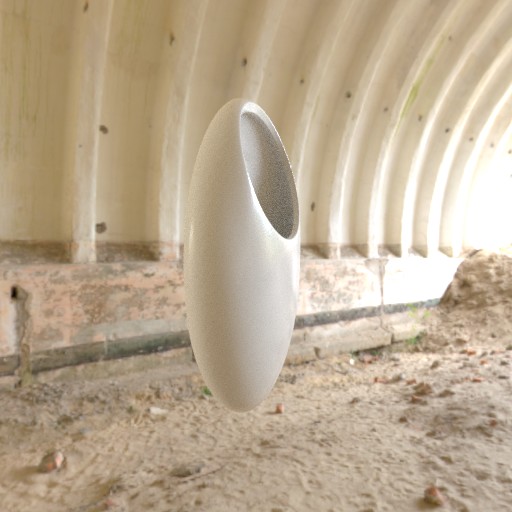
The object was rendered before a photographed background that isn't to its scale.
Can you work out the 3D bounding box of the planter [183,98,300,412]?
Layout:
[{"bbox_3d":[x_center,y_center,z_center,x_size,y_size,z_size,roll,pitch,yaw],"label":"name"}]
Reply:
[{"bbox_3d":[0.000,0.000,0.280,0.043,0.188,0.185,0,0,17],"label":"planter"}]
